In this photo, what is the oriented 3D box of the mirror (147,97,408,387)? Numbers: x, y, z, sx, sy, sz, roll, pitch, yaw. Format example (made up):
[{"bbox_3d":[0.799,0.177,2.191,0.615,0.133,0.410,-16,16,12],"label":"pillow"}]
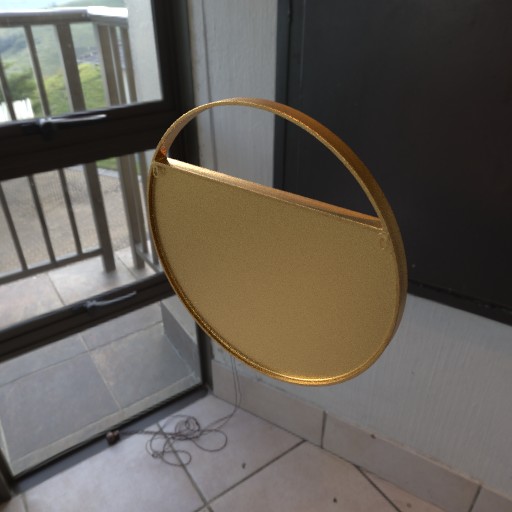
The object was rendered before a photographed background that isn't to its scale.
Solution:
[{"bbox_3d":[0.000,0.000,0.835,0.565,0.565,0.032,21,37,31],"label":"mirror"}]
